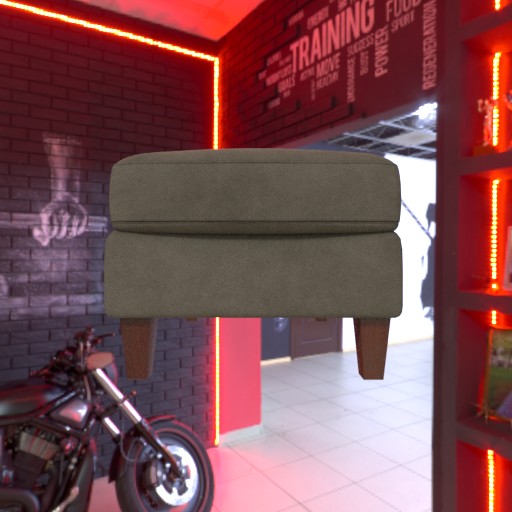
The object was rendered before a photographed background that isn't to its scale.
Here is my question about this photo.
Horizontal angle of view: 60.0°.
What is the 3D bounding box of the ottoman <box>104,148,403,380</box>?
[{"bbox_3d":[0.000,0.000,1.260,0.584,0.483,0.864,0,1,0],"label":"ottoman"}]
